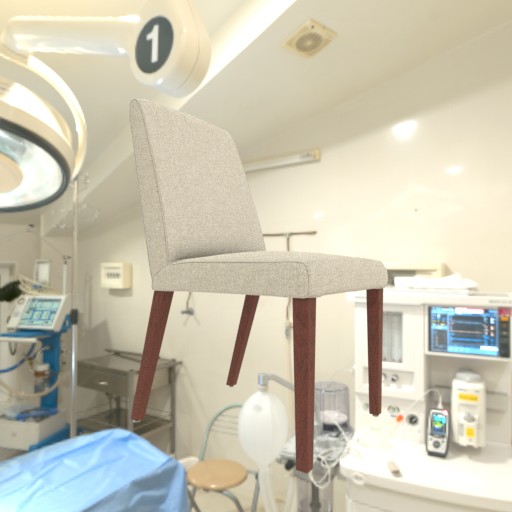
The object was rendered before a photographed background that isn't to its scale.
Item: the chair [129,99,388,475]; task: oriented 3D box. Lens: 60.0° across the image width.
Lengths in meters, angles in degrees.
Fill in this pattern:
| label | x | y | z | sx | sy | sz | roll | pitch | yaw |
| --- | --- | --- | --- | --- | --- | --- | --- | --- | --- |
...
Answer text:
| label | x | y | z | sx | sy | sz | roll | pitch | yaw |
| --- | --- | --- | --- | --- | --- | --- | --- | --- | --- |
| chair | 0.000 | 0.000 | 1.239 | 0.594 | 0.900 | 0.480 | -1 | -1 | 35 |
